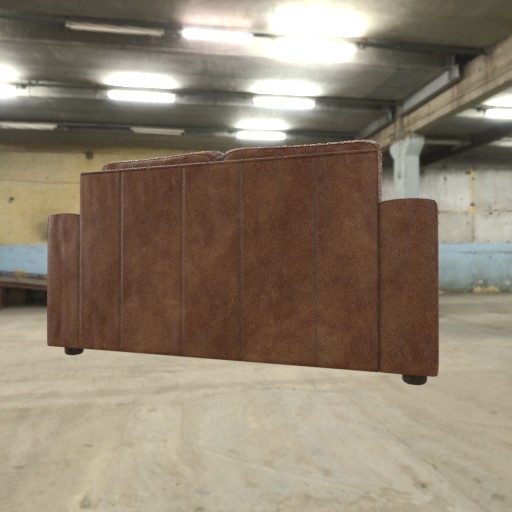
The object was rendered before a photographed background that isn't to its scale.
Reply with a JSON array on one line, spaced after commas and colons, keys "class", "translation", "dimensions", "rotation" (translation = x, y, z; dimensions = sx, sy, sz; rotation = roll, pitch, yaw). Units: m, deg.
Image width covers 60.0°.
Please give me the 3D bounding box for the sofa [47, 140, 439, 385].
[{"class": "sofa", "translation": [0.000, 0.000, 2.189], "dimensions": [1.626, 0.889, 1.041], "rotation": [0, -1, 19]}]
